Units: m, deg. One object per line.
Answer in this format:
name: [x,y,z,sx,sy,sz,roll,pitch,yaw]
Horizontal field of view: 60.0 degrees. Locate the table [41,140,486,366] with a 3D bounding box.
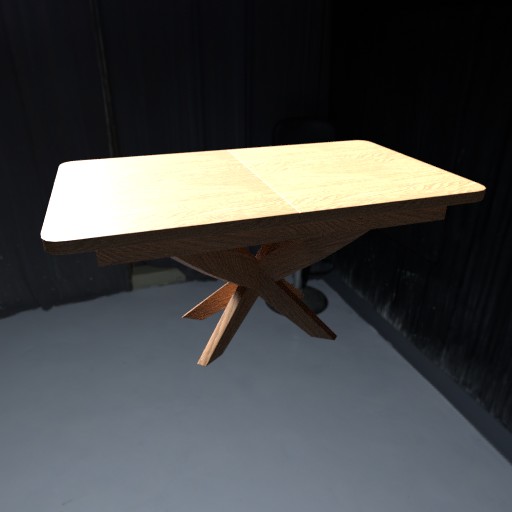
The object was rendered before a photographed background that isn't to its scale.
table: [0.000,0.000,2.045,1.600,0.770,0.950,-8,28,-16]
